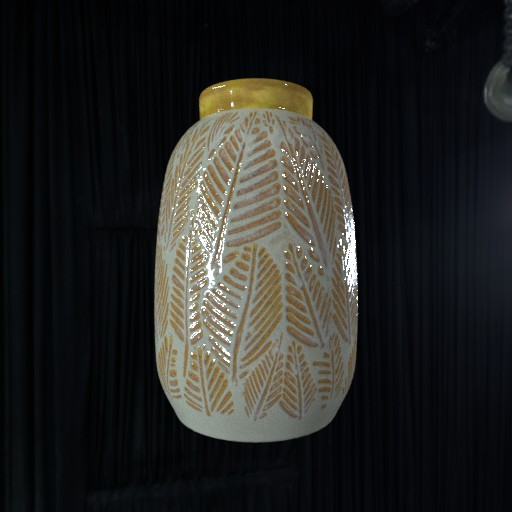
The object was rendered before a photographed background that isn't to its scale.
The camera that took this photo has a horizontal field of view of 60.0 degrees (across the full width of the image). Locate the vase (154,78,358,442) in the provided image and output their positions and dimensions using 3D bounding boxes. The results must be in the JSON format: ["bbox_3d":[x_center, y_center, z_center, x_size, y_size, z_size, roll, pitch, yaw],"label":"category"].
[{"bbox_3d":[0.000,0.000,0.384,0.172,0.270,0.172,0,1,0],"label":"vase"}]
